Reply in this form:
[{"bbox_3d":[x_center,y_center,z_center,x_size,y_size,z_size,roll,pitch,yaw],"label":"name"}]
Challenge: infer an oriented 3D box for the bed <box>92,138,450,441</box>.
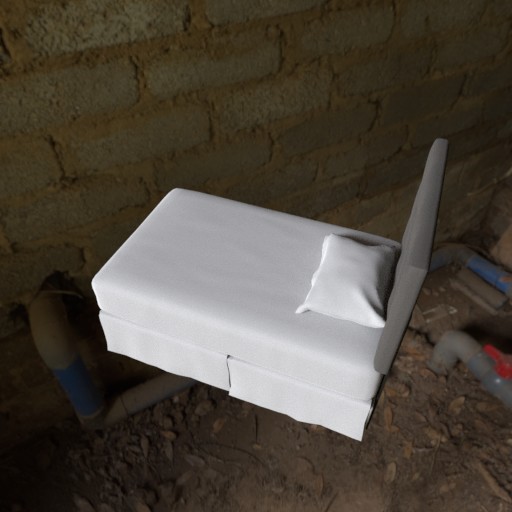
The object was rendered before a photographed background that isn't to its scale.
[{"bbox_3d":[0.000,0.000,2.985,1.997,1.571,1.261,15,47,15],"label":"bed"}]
